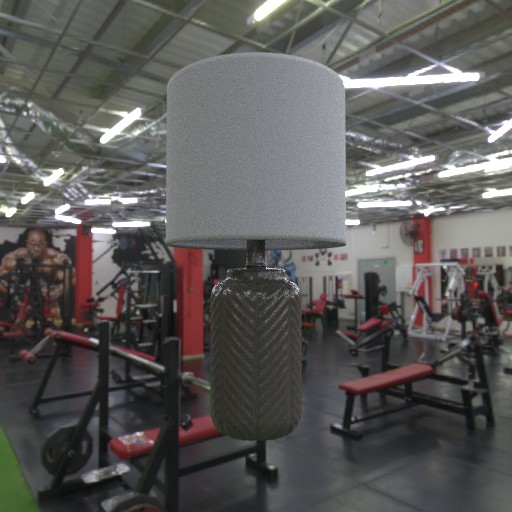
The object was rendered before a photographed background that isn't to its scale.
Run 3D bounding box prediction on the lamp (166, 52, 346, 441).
[{"bbox_3d":[0.000,0.000,0.508,0.203,0.389,0.203,1,-3,-34],"label":"lamp"}]
